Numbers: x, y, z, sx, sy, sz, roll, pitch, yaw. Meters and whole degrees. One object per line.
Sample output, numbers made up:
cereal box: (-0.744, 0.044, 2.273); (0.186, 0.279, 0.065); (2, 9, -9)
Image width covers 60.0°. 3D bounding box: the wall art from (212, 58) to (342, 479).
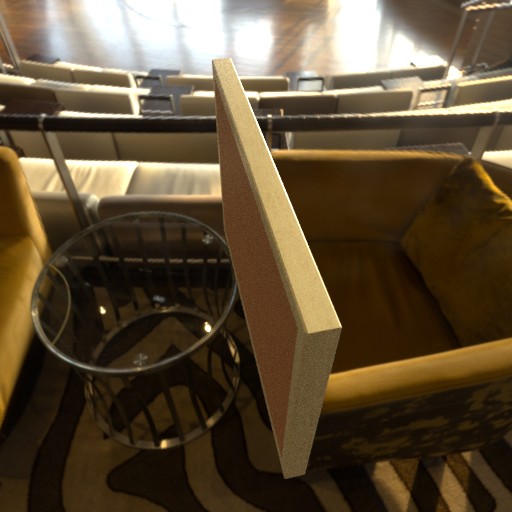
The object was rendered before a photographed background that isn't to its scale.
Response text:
wall art: (0.000, 0.000, 0.682); (0.032, 0.381, 0.533); (-9, 48, -8)
